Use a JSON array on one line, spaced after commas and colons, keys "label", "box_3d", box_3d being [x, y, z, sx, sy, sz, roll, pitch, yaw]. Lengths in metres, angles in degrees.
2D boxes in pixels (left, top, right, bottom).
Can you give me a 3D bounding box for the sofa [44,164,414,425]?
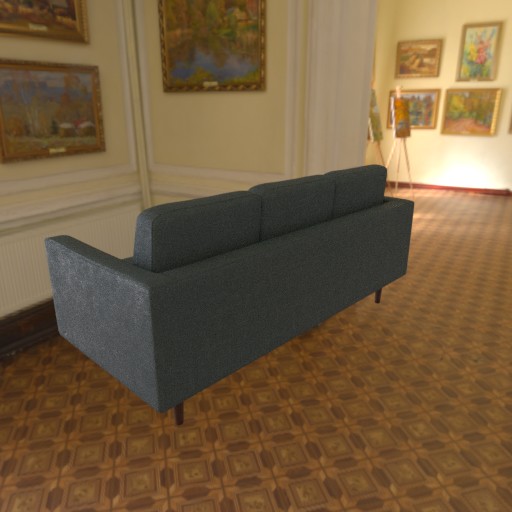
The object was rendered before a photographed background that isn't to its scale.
[{"label": "sofa", "box_3d": [0.000, 0.000, 2.568, 0.935, 0.945, 2.013, 17, 25, 41]}]
